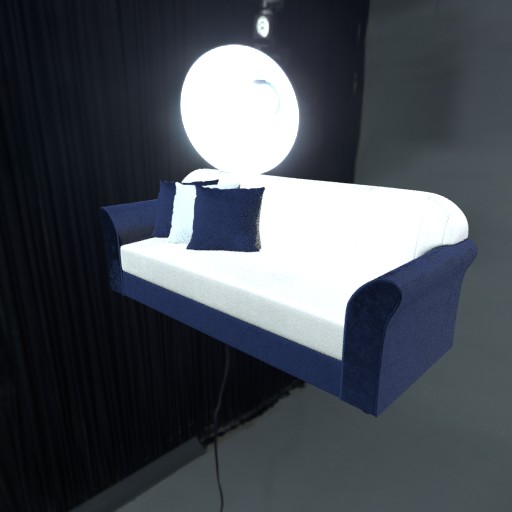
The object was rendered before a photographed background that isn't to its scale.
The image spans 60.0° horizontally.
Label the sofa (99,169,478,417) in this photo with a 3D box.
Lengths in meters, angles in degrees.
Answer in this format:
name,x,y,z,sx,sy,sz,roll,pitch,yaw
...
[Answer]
name,x,y,z,sx,sy,sz,roll,pitch,yaw
sofa,0.000,0.000,2.409,2.006,0.789,0.749,15,23,41
